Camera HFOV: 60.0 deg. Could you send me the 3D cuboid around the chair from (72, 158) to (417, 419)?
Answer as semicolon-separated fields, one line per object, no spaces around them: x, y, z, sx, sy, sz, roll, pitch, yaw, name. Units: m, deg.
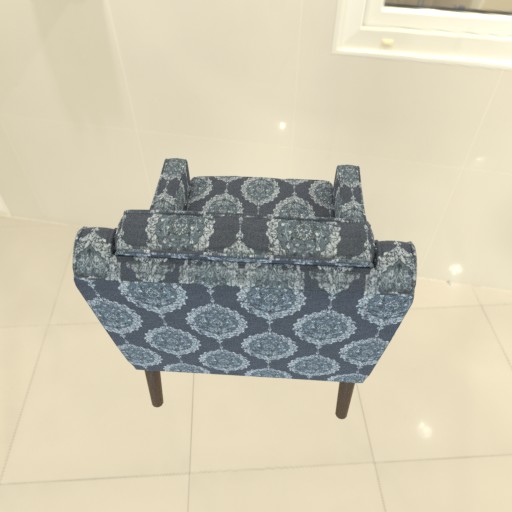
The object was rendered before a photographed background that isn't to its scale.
0.000;0.000;1.307;0.663;0.792;0.743;3;47;3;chair
